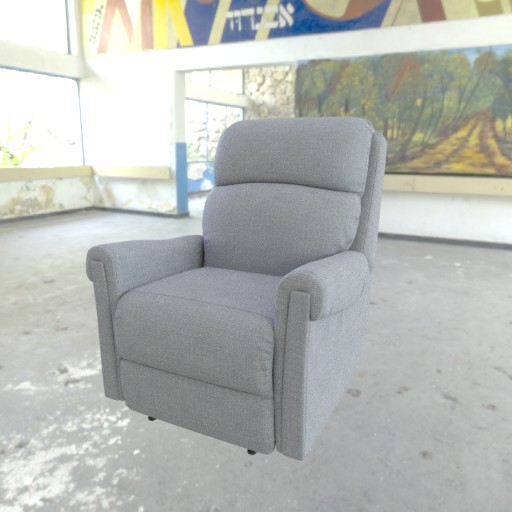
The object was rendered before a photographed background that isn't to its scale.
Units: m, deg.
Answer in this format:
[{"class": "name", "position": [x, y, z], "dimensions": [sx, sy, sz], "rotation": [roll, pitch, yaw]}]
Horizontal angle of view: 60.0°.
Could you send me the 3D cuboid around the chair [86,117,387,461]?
[{"class": "chair", "position": [0.000, 0.000, 1.705], "dimensions": [0.838, 1.054, 1.014], "rotation": [7, 15, 26]}]
